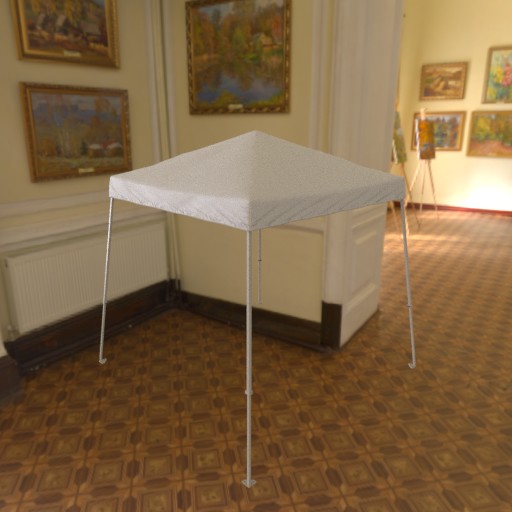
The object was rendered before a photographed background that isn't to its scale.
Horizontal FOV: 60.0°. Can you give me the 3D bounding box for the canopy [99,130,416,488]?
[{"bbox_3d":[0.000,0.000,6.601,3.600,3.600,3.599,-15,22,-41],"label":"canopy"}]
